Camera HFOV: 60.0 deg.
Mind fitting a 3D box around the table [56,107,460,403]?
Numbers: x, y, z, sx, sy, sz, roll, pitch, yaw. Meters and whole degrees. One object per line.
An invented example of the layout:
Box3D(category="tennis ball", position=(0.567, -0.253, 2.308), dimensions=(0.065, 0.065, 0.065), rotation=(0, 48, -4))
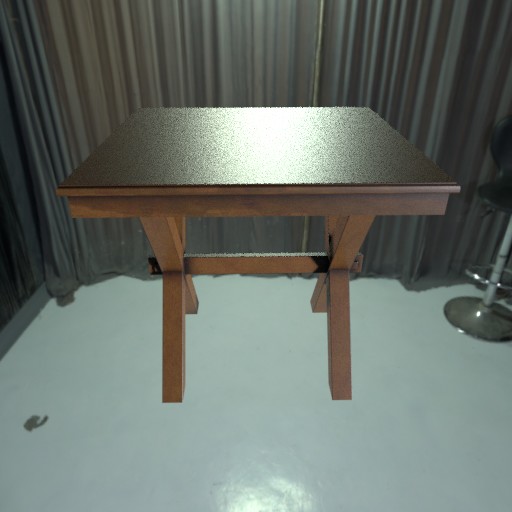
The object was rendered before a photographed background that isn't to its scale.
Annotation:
Box3D(category="table", position=(0.000, 0.000, 1.038), dimensions=(0.602, 0.562, 0.560), rotation=(-1, 30, -1))
